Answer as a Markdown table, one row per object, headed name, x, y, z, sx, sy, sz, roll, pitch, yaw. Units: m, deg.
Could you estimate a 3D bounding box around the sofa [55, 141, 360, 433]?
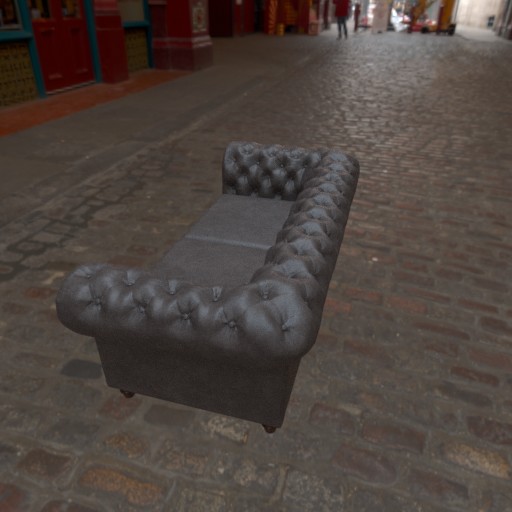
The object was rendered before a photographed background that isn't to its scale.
| name | x | y | z | sx | sy | sz | roll | pitch | yaw |
| --- | --- | --- | --- | --- | --- | --- | --- | --- | --- |
| sofa | 0.000 | 0.000 | 2.466 | 0.944 | 0.779 | 2.048 | 8 | 31 | 14 |
